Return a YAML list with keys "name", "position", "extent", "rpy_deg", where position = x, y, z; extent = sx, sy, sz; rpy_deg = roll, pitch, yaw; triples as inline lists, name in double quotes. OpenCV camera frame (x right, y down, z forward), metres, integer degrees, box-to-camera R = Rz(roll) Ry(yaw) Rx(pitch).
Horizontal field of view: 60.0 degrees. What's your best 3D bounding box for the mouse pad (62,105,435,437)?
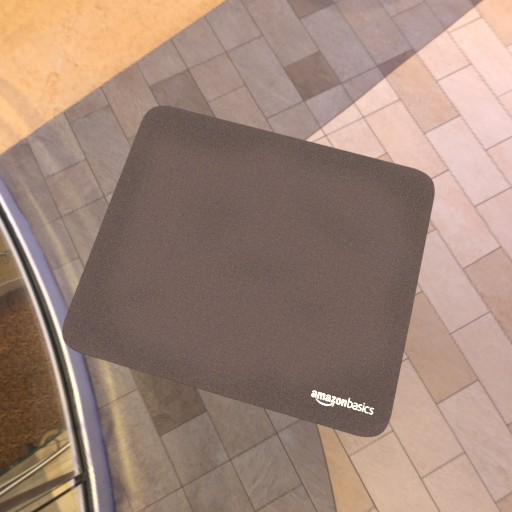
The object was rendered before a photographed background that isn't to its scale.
- name: "mouse pad"
  position: [0.000, 0.000, 0.435]
  extent: [0.315, 0.002, 0.269]
  rpy_deg: [15, 76, 4]
